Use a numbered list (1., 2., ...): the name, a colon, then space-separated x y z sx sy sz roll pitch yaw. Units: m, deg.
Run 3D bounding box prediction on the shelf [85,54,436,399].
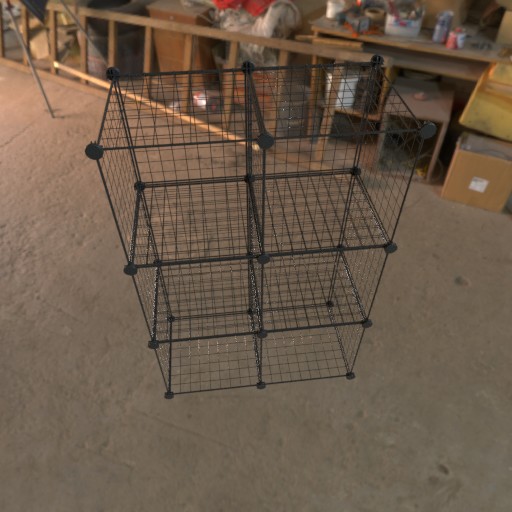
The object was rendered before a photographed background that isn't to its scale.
1. shelf: 0.000 0.000 1.387 0.711 1.067 0.356 -5 46 -5
